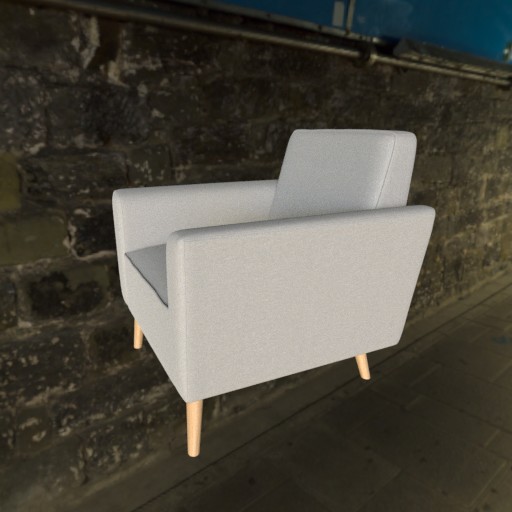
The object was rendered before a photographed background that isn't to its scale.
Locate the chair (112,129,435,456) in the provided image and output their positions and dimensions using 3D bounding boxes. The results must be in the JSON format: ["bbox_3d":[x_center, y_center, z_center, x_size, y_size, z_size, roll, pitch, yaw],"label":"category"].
[{"bbox_3d":[0.000,0.000,1.420,0.750,0.780,0.780,-8,18,-26],"label":"chair"}]
